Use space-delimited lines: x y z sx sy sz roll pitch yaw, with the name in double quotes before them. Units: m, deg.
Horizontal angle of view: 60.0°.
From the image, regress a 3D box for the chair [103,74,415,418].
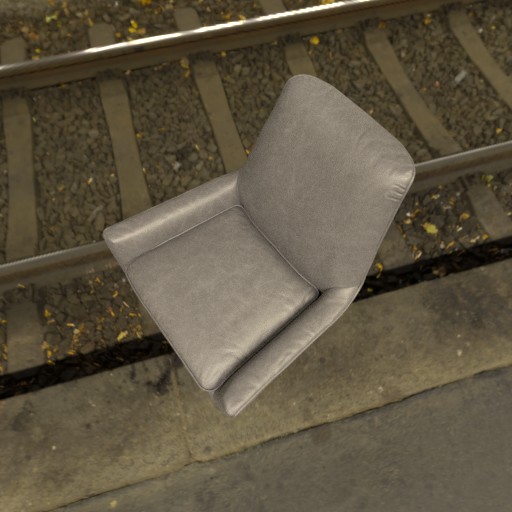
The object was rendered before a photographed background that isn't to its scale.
"chair" 0.000 0.000 1.558 0.822 0.888 0.787 -34 67 -16
